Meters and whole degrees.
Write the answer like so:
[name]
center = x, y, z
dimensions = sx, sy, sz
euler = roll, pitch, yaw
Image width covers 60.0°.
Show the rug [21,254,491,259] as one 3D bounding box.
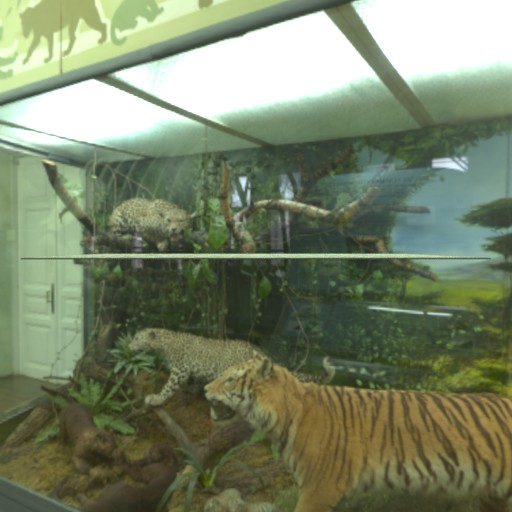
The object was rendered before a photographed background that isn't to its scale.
[rug]
center = 0.000, 0.000, 3.642
dimensions = 3.048, 0.011, 1.546
euler = 0, 1, -1
